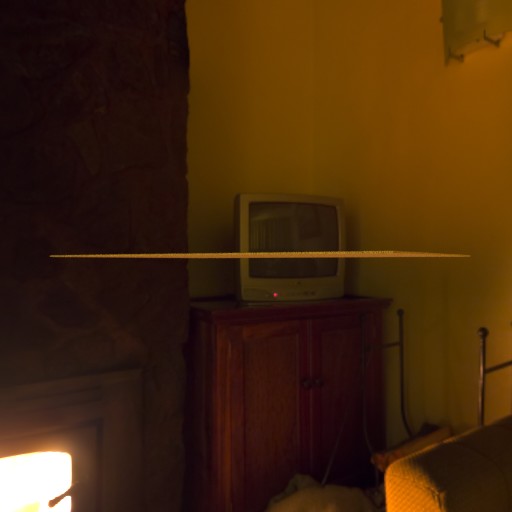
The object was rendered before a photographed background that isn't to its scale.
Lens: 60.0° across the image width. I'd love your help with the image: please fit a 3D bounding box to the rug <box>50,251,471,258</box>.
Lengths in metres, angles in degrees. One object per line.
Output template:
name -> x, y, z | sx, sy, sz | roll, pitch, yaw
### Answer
rug -> 0.000, 0.000, 2.203 | 1.752, 0.006, 1.142 | 0, -1, 36
